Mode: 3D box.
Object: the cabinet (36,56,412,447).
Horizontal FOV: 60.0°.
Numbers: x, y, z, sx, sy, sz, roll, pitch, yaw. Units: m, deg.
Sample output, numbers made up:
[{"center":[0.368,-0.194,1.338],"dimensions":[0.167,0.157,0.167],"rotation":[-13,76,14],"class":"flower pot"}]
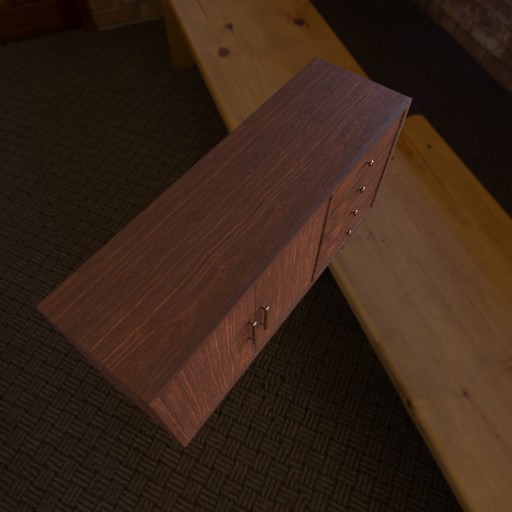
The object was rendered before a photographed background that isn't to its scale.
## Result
[{"center":[0.000,0.000,2.011],"dimensions":[0.505,0.940,1.575],"rotation":[33,64,19],"class":"cabinet"}]
